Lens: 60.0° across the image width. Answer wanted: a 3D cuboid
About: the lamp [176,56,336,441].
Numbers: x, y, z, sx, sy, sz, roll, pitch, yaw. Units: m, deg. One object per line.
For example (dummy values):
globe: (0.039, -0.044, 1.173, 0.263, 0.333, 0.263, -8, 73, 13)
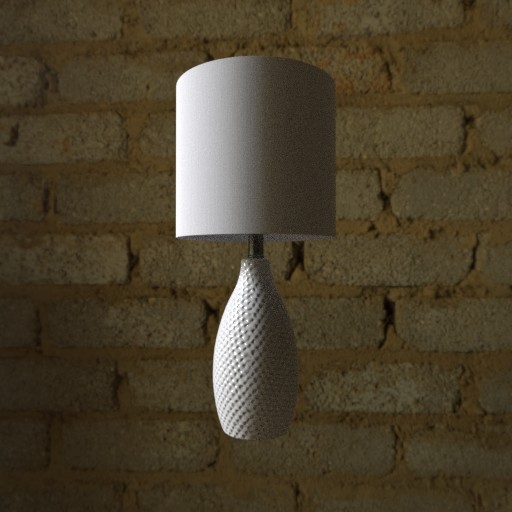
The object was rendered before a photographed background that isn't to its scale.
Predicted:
lamp: (0.000, 0.000, 0.605, 0.214, 0.466, 0.214, 0, -1, -36)
